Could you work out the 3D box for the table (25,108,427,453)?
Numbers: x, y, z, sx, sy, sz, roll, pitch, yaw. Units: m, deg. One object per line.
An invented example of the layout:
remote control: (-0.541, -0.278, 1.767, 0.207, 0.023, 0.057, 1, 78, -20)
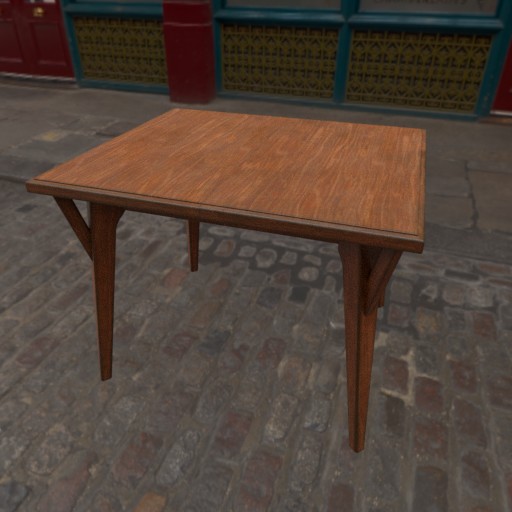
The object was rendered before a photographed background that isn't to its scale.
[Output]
table: (0.000, 0.000, 1.555, 0.991, 0.761, 0.838, 10, 33, 16)
